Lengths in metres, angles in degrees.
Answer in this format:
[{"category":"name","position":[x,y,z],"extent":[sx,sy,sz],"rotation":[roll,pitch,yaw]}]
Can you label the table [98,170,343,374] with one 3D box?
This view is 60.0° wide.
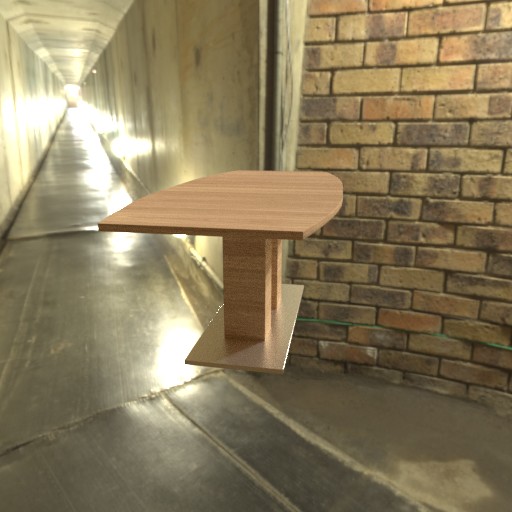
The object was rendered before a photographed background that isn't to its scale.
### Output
[{"category":"table","position":[0.000,0.000,2.442],"extent":[0.900,0.750,2.032],"rotation":[3,16,10]}]
